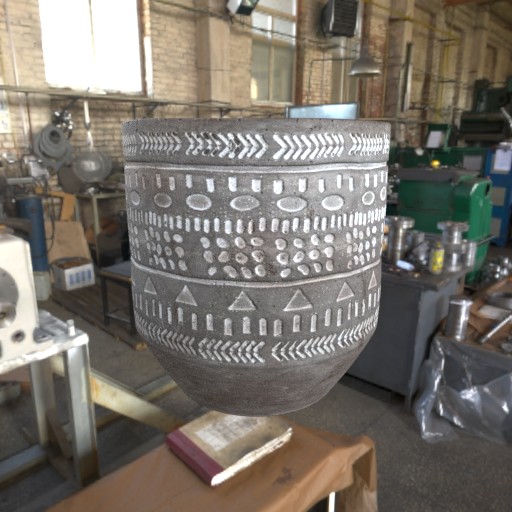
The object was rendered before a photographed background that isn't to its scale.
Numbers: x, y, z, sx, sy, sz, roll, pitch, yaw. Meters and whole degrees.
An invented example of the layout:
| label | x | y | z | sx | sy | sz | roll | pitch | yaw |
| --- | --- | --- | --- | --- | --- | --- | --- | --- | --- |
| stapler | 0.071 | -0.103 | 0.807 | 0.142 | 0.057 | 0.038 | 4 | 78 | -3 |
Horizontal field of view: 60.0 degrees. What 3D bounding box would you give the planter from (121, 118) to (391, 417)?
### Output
| label | x | y | z | sx | sy | sz | roll | pitch | yaw |
| --- | --- | --- | --- | --- | --- | --- | --- | --- | --- |
| planter | 0.000 | 0.000 | 0.222 | 0.122 | 0.128 | 0.122 | 0 | 15 | 0 |
